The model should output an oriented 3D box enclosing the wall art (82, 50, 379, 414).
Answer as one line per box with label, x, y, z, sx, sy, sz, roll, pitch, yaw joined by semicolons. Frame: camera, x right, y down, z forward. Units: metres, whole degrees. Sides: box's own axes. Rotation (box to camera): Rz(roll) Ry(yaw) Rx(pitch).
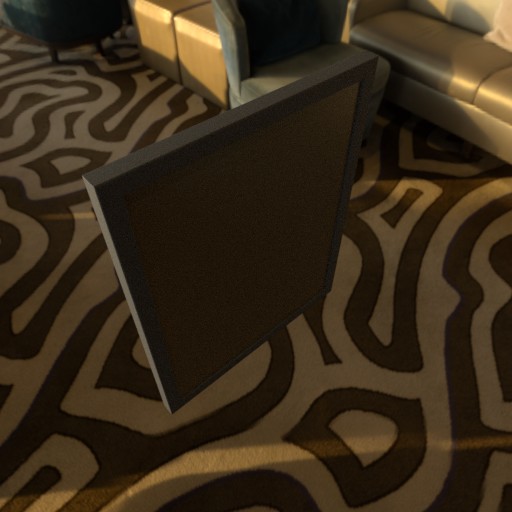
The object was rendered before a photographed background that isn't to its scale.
wall art;0.000;0.000;0.758;0.457;0.558;0.028;-33;56;-26
